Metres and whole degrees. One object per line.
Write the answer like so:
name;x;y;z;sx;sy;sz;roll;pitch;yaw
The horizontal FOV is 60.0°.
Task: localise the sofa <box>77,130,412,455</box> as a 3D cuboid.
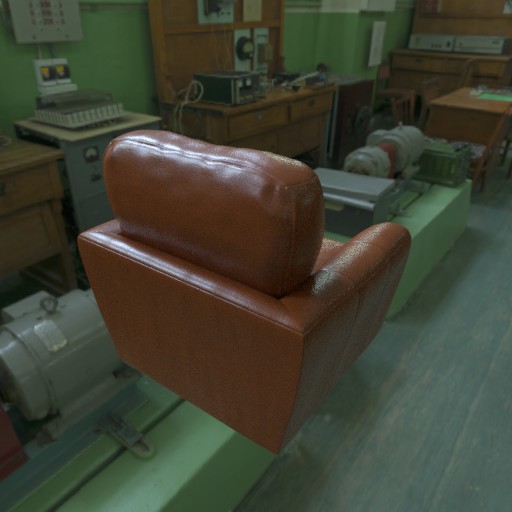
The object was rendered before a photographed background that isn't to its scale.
sofa;0.000;0.000;1.493;0.836;0.876;0.789;20;35;30
